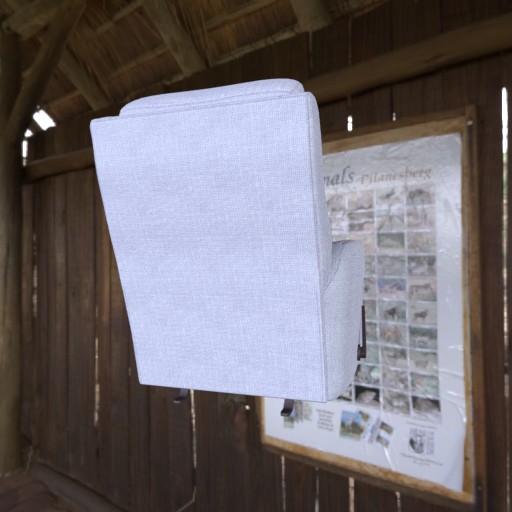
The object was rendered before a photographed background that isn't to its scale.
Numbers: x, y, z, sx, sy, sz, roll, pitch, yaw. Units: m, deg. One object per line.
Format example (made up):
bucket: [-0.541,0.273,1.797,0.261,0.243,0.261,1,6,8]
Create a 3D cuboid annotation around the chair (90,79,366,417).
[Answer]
chair: [0.000,0.000,1.732,0.829,1.030,1.080,0,-1,19]
